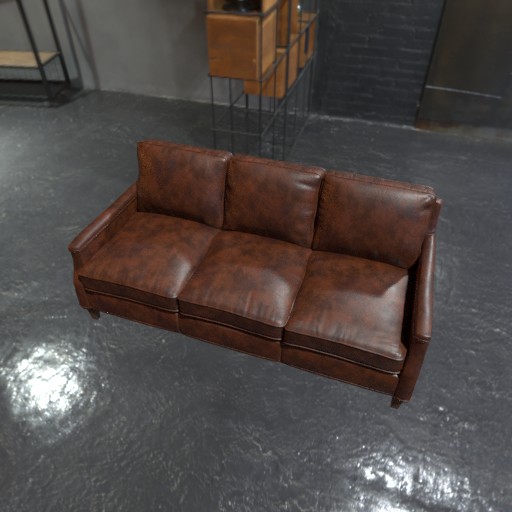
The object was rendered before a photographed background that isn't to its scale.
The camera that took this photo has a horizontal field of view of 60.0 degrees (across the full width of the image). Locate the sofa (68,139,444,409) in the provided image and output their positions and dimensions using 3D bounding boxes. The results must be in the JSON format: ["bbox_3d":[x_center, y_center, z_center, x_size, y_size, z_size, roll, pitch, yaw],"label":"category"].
[{"bbox_3d":[0.000,0.000,2.938,2.240,1.003,1.084,13,43,15],"label":"sofa"}]
